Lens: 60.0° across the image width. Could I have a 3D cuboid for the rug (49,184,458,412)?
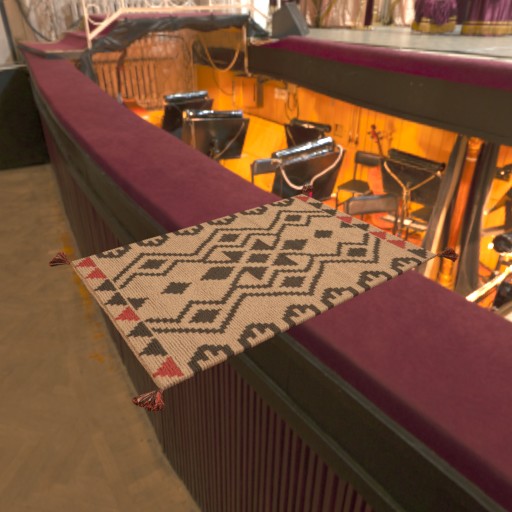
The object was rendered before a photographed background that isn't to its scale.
[{"bbox_3d":[0.000,0.000,2.641,2.069,0.067,1.444,-20,35,-31],"label":"rug"}]
